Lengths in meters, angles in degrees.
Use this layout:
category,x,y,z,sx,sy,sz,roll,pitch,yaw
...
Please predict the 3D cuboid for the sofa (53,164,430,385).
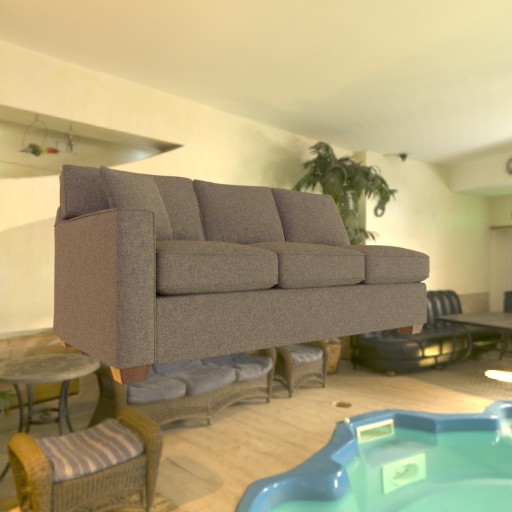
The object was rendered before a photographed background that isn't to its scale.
category,x,y,z,sx,sy,sz,roll,pitch,yaw
sofa,0.000,0.000,2.540,1.963,0.946,1.034,0,0,-37
